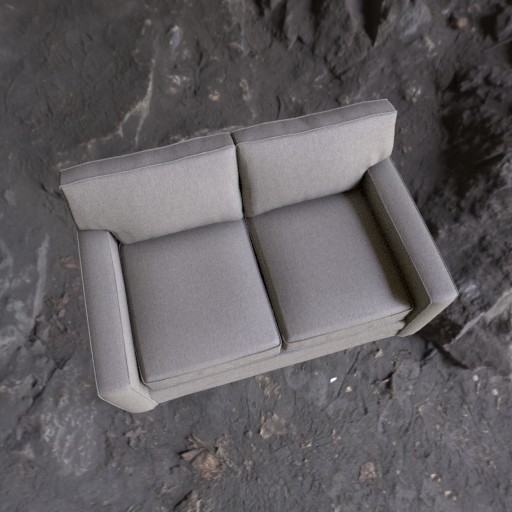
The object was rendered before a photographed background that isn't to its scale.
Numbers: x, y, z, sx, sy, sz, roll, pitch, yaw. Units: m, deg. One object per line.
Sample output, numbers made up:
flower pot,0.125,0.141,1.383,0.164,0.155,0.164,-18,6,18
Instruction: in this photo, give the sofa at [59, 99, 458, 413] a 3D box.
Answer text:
sofa,0.000,0.000,2.021,1.484,0.853,0.940,-14,65,-7
